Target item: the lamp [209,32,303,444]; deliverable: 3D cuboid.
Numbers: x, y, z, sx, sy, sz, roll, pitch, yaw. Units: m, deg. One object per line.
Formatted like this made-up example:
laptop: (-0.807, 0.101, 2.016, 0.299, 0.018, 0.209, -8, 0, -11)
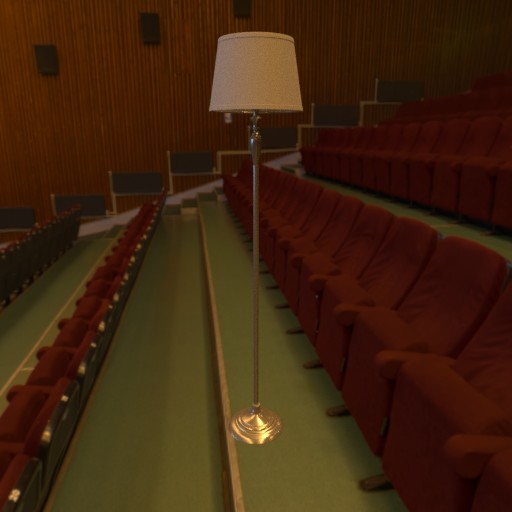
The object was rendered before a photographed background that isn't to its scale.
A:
lamp: (0.000, 0.000, 1.692, 0.327, 1.506, 0.327, -2, 16, -9)
